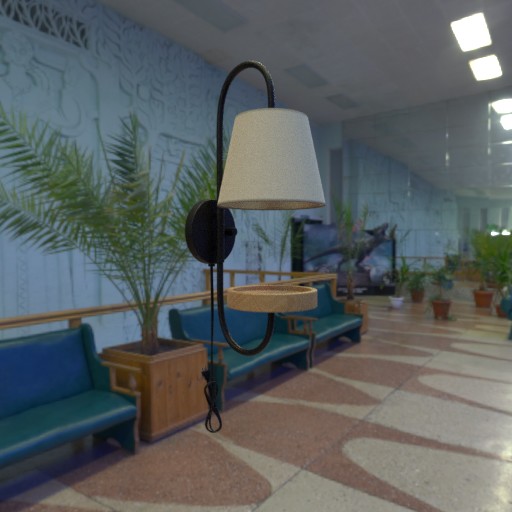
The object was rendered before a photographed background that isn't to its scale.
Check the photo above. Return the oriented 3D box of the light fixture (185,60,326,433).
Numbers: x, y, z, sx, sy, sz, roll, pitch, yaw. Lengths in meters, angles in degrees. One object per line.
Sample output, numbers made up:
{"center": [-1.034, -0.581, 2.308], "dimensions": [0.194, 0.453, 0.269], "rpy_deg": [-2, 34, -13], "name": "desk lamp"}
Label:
{"center": [0.000, 0.000, 0.932], "dimensions": [0.299, 0.821, 0.220], "rpy_deg": [1, 2, 37], "name": "light fixture"}
